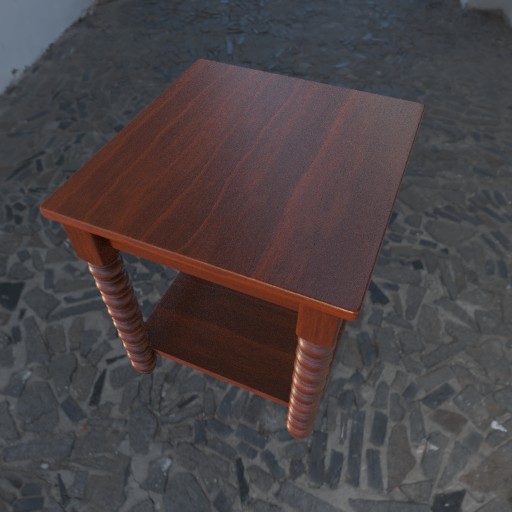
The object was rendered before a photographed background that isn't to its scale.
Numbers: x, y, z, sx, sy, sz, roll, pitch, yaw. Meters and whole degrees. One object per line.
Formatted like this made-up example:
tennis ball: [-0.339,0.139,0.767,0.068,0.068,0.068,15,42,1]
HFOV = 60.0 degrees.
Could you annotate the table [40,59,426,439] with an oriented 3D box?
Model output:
table: [0.000,0.000,0.982,0.500,0.567,0.533,18,51,15]
